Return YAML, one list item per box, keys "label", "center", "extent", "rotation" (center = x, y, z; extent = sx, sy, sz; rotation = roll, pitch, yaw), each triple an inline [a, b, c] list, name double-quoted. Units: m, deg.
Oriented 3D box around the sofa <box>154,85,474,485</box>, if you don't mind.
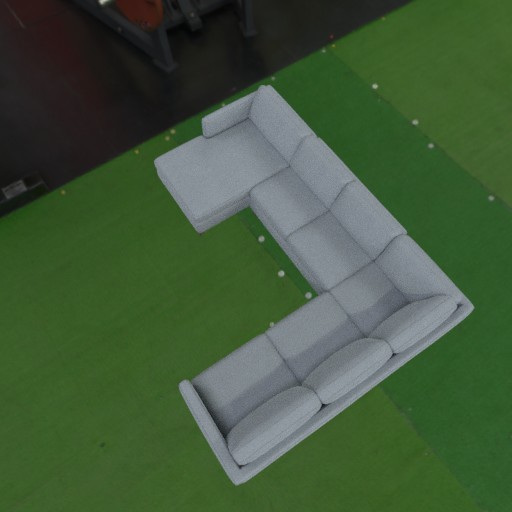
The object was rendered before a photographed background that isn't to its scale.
- label: "sofa"
  center: [0.000, 0.000, 4.398]
  extent: [2.551, 0.853, 3.238]
  rotation: [-31, 68, -14]
